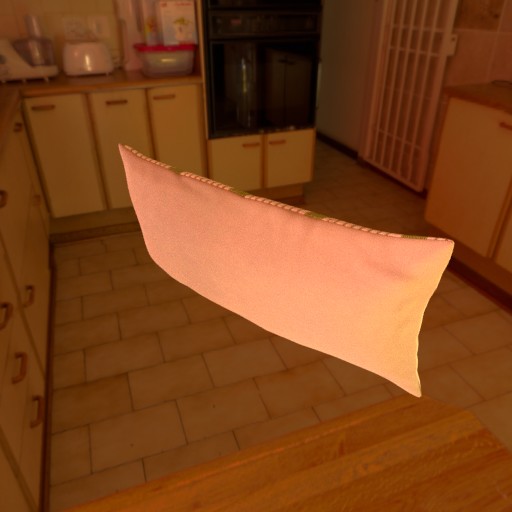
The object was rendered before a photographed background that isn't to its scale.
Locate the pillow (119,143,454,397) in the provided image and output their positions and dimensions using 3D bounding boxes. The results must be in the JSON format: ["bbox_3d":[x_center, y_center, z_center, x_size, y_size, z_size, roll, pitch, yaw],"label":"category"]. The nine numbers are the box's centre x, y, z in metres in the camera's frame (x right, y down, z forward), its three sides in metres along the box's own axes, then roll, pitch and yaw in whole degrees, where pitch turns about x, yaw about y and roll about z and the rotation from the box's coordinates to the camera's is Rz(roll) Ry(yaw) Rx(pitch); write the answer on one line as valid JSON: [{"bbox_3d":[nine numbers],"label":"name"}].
[{"bbox_3d":[0.000,0.000,0.744,0.608,0.292,0.156,23,37,33],"label":"pillow"}]
